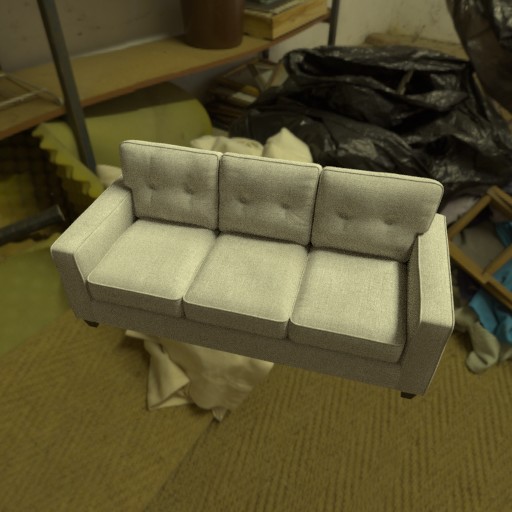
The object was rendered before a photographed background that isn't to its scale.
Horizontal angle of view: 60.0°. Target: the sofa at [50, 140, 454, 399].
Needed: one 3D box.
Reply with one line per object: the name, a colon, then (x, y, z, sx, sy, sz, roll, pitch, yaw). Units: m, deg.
sofa: (0.000, 0.000, 2.647, 2.133, 0.965, 0.939, 10, 42, 12)
